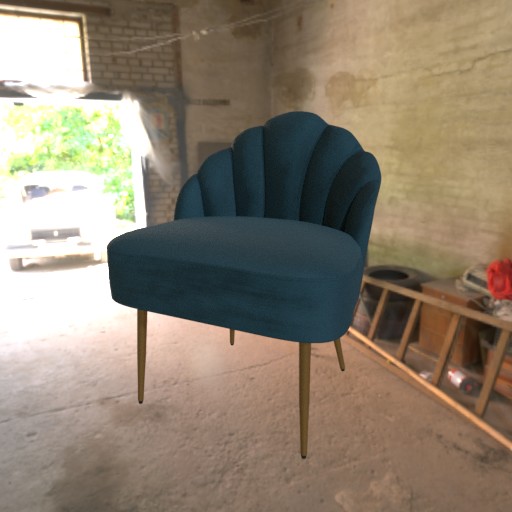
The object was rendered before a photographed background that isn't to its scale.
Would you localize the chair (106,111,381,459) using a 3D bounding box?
[{"bbox_3d":[0.000,0.000,1.260,0.657,0.819,0.599,7,16,26],"label":"chair"}]
